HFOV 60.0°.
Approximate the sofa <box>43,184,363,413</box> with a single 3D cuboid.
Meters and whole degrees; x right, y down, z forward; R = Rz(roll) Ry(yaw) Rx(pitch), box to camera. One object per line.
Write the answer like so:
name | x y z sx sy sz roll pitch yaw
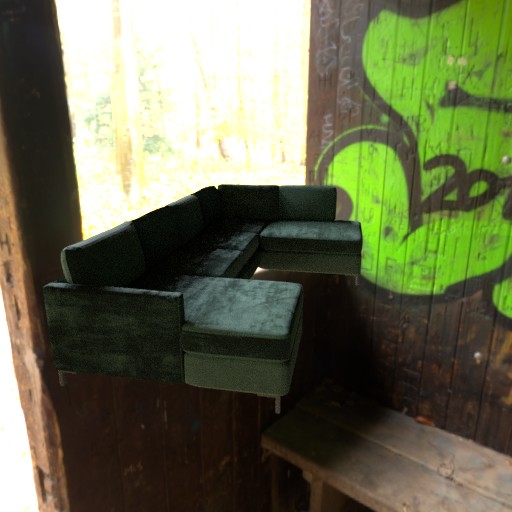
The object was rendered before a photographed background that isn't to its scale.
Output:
sofa | 0.000 0.000 4.242 2.055 0.992 3.434 3 16 11
